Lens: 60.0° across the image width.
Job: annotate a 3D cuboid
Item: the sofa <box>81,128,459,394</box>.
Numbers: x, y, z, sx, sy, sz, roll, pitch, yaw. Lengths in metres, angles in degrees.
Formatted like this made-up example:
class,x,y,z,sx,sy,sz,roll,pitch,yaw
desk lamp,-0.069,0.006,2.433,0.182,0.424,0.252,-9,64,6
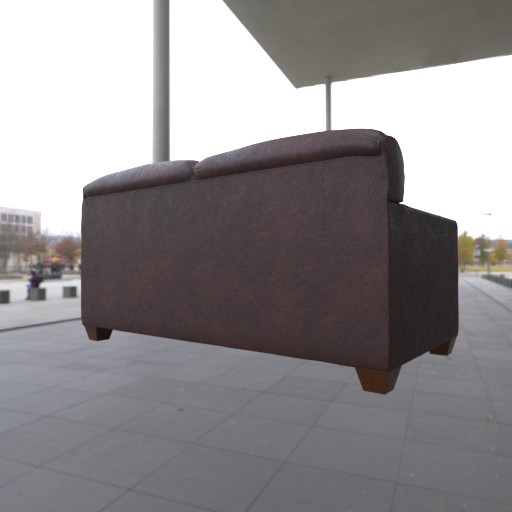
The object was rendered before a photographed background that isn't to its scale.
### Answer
class,x,y,z,sx,sy,sz,roll,pitch,yaw
sofa,0.000,0.000,2.397,1.856,0.966,1.000,-1,-1,37
